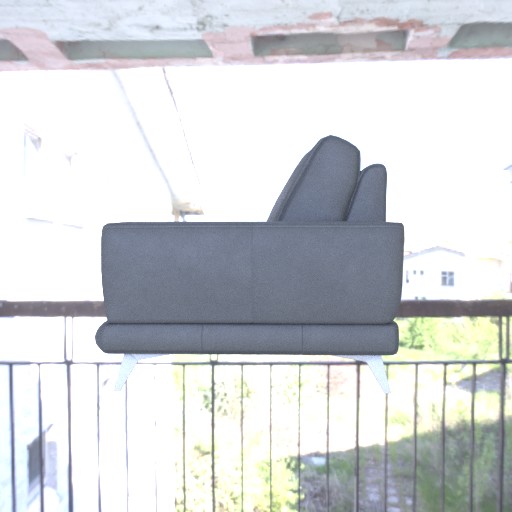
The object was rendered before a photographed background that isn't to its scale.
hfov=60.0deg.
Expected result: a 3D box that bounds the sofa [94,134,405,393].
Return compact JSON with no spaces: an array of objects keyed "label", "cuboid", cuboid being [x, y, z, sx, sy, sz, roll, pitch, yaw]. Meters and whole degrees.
[{"label":"sofa","cuboid":[0.000,0.000,2.297,1.018,0.907,1.806,0,0,1]}]
